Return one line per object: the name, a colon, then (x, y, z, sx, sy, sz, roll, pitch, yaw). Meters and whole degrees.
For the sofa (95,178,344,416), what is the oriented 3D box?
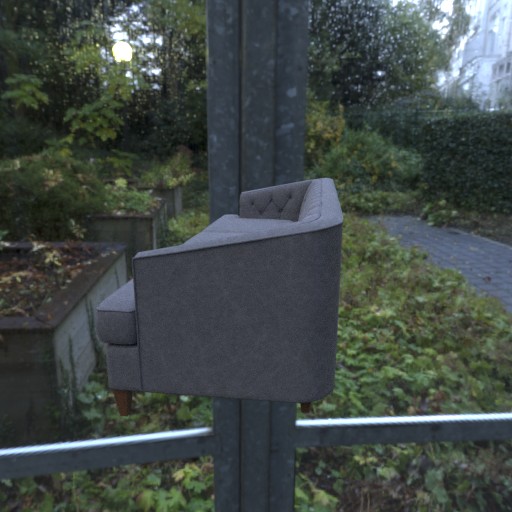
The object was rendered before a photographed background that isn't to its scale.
sofa: (0.000, 0.000, 2.651, 0.917, 0.806, 2.247, 2, 14, 8)
